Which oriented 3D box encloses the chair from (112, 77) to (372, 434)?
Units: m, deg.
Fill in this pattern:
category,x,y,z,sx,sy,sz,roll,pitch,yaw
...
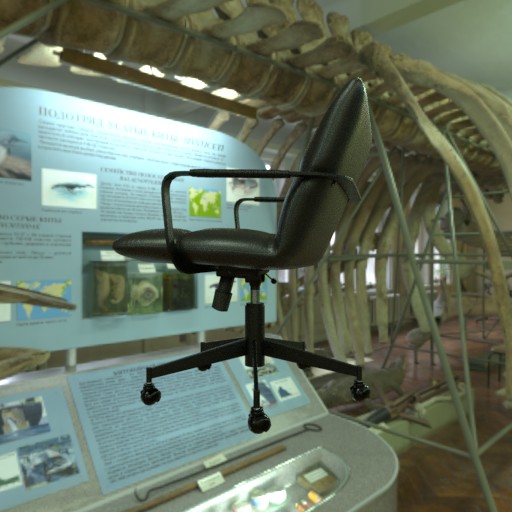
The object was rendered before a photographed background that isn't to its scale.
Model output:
category,x,y,z,sx,sy,sz,roll,pitch,yaw
chair,0.000,0.000,1.490,0.748,0.922,0.719,0,0,16
